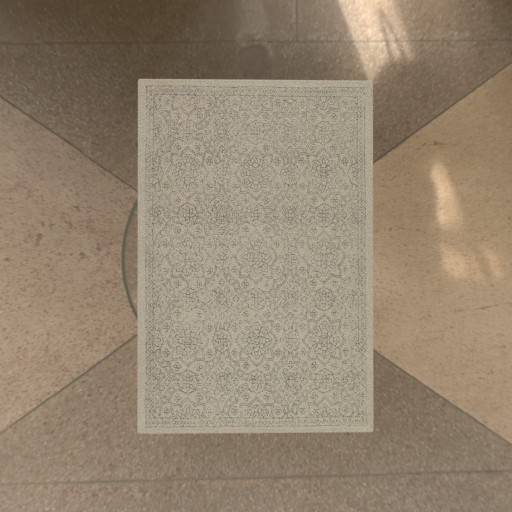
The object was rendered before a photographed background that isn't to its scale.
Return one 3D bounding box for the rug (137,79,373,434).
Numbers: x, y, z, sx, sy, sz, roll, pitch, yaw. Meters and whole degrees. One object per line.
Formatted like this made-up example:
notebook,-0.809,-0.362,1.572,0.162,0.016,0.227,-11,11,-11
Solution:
rug,0.000,0.000,2.295,1.219,0.010,1.829,0,90,-1
